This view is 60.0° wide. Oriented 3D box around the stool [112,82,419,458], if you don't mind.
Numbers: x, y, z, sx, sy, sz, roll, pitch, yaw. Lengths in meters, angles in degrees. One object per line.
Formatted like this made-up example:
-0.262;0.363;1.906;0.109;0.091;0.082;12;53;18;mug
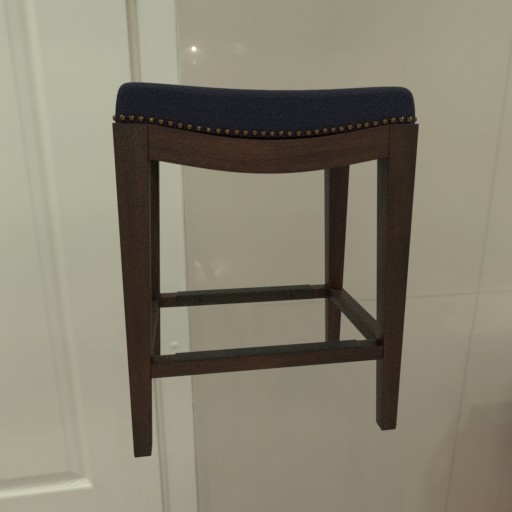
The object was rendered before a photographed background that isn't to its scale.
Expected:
0.000;0.000;0.919;0.500;0.642;0.361;-2;16;-9;stool
